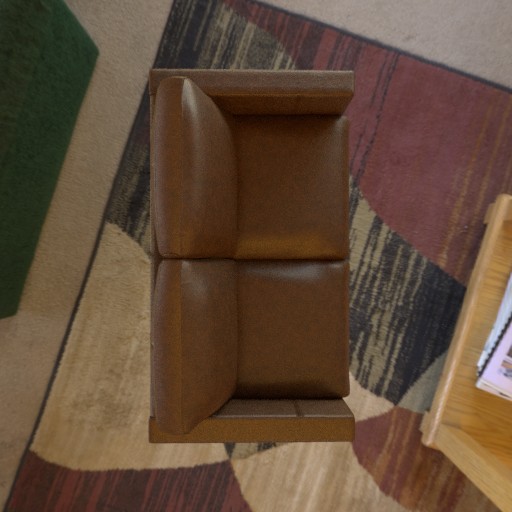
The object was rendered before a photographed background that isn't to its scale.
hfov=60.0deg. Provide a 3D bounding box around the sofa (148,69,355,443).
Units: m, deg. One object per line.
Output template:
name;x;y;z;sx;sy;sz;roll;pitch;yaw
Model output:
sofa;0.000;0.000;2.075;0.909;0.951;1.578;0;90;-1
